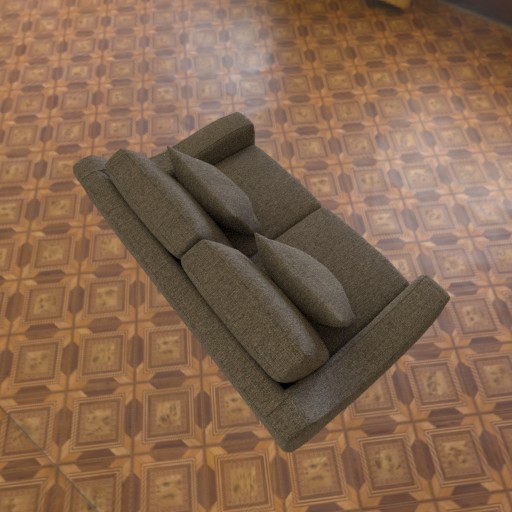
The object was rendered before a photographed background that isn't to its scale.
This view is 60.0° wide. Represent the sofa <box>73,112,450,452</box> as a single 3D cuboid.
[{"bbox_3d":[0.000,0.000,2.435,1.120,0.991,1.778,-34,65,-19],"label":"sofa"}]
